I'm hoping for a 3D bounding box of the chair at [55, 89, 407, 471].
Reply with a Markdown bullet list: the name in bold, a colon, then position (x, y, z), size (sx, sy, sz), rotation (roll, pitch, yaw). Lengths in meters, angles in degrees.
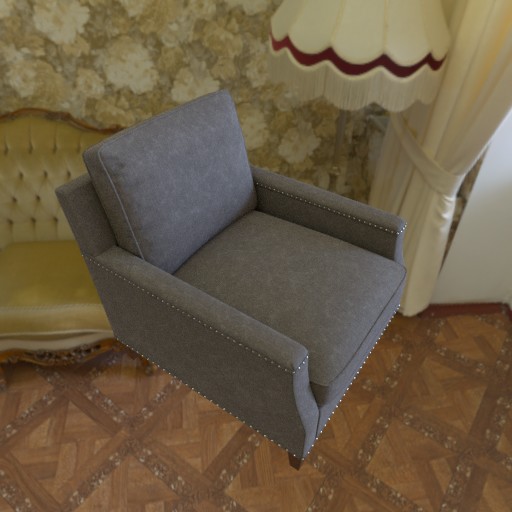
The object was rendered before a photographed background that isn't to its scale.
- **chair**: position (0.000, 0.000, 1.678), size (1.014, 0.948, 0.853), rotation (24, 45, 26)
